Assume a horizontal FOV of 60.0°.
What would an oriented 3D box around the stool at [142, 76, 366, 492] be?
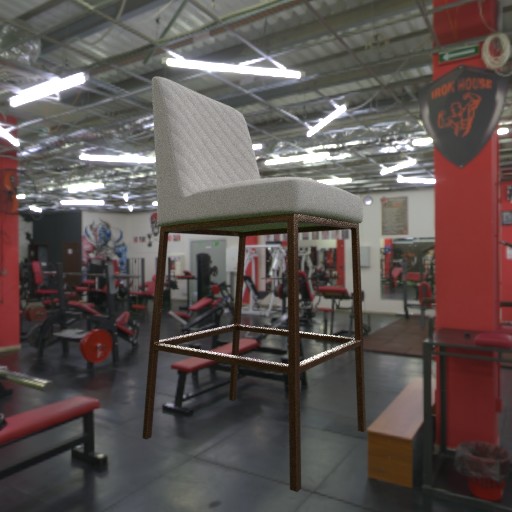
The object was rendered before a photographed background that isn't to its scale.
[{"bbox_3d":[0.000,0.000,1.347,0.546,1.084,0.462,0,0,35],"label":"stool"}]
